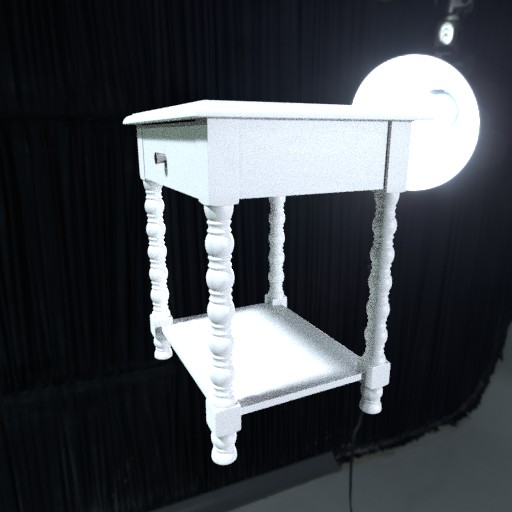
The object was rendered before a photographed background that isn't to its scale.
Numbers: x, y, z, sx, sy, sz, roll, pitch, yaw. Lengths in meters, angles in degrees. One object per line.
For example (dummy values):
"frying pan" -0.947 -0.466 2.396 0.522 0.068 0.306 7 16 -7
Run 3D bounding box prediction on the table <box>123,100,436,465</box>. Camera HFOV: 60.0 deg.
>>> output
"table" 0.000 0.000 0.854 0.381 0.531 0.460 -7 17 -25
